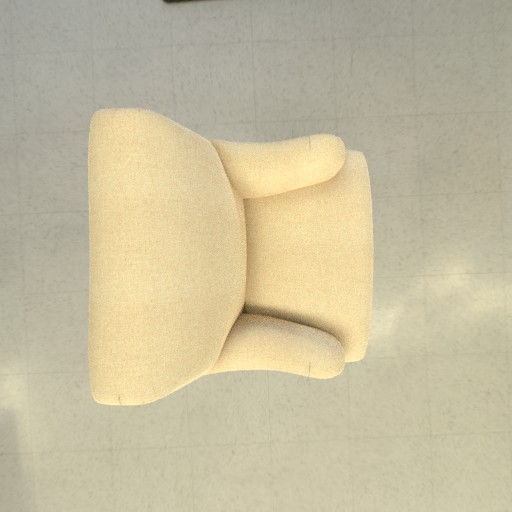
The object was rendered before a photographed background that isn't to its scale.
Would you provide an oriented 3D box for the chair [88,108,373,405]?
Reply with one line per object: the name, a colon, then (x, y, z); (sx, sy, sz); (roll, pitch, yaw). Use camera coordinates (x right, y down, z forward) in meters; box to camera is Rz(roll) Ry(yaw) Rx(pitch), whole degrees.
chair: (0.000, 0.000, 1.500); (0.842, 0.944, 0.766); (0, 90, 0)
